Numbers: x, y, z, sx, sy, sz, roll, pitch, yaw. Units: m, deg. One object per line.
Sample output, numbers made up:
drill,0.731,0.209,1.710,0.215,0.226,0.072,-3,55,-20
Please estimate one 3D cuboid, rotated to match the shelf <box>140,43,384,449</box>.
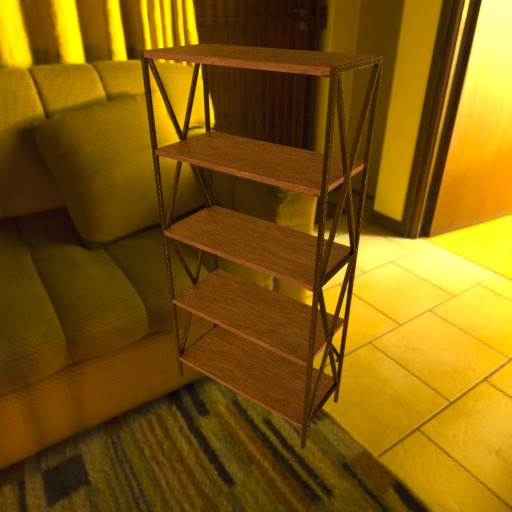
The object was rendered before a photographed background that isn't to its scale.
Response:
shelf,0.000,0.000,2.156,0.874,1.803,0.386,20,36,30
